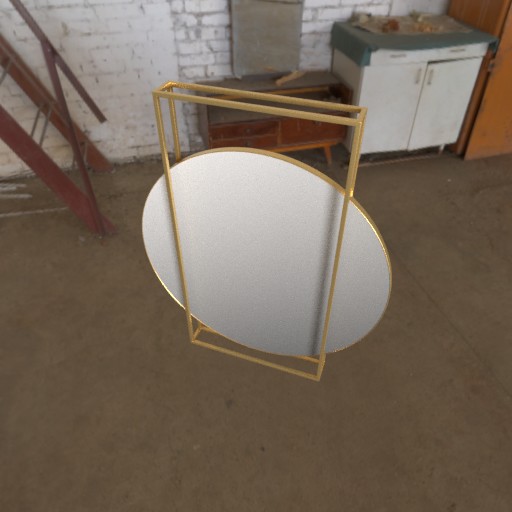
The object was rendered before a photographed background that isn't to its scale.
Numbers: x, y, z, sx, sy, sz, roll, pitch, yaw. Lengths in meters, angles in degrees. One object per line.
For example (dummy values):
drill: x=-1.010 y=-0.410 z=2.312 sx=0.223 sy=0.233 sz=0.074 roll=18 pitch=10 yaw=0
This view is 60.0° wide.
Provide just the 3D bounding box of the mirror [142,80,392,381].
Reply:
mirror: x=0.000 y=0.000 z=0.841 sx=0.508 sy=0.603 sz=0.051 roll=13 pitch=43 yaw=15
